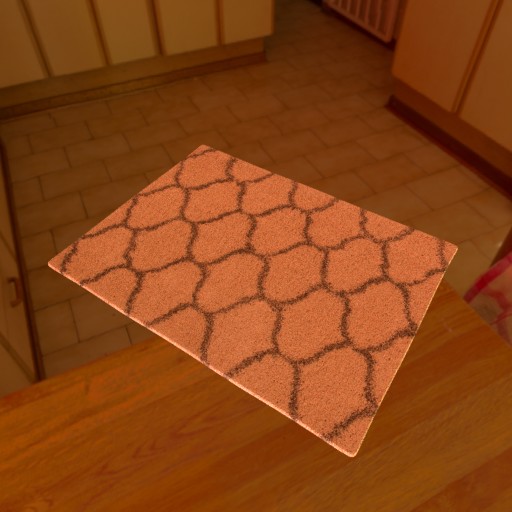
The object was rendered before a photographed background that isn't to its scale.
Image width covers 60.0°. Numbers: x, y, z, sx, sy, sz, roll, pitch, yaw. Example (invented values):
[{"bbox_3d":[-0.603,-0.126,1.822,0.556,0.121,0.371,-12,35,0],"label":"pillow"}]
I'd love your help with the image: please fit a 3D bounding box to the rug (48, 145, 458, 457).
[{"bbox_3d":[0.000,0.000,2.149,1.600,0.025,1.200,26,53,22],"label":"rug"}]
